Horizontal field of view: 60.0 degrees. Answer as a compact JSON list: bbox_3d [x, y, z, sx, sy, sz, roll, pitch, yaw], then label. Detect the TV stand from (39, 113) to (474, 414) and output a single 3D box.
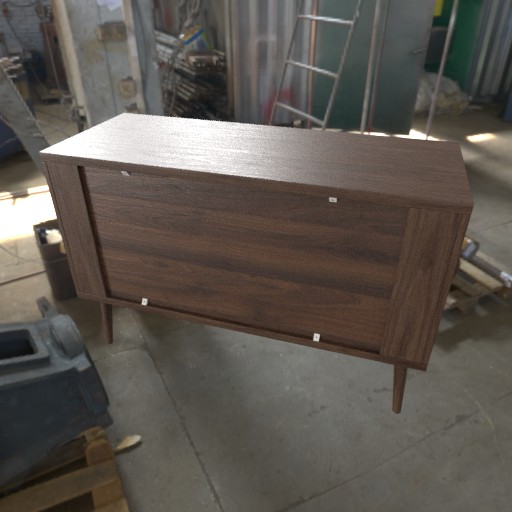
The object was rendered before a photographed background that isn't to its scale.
[{"bbox_3d":[0.000,0.000,1.301,0.990,0.660,0.405,9,33,15],"label":"TV stand"}]
